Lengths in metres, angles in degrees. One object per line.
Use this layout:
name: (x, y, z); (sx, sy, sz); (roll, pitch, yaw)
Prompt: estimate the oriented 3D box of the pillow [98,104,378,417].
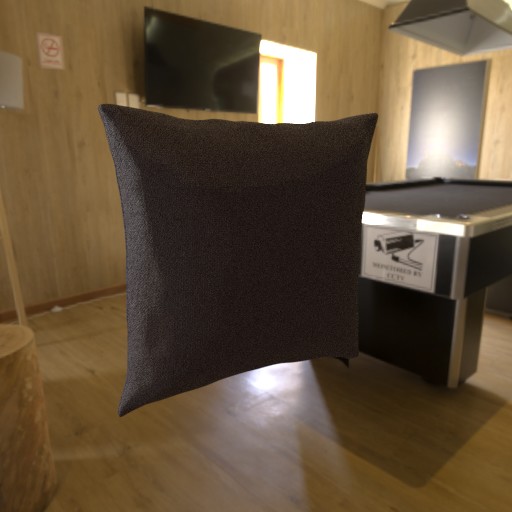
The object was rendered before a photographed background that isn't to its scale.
pillow: (0.000, 0.000, 0.693); (0.452, 0.439, 0.204); (-7, 16, -27)
